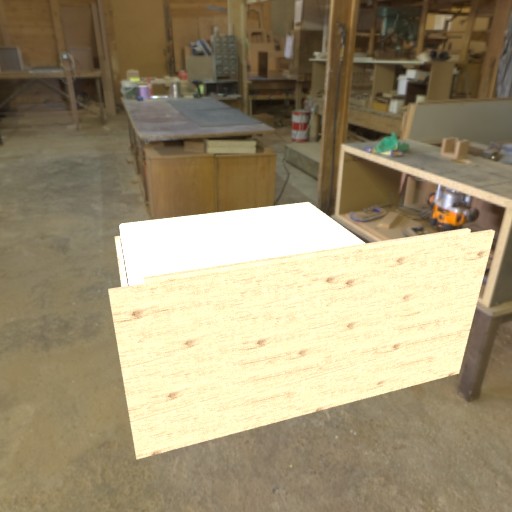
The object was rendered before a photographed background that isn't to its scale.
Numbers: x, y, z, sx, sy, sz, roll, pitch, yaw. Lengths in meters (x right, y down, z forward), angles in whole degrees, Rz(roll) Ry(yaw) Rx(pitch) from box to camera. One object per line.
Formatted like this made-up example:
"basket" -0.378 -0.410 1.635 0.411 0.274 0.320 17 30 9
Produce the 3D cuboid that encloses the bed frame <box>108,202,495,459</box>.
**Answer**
"bed frame" 0.000 0.000 3.139 1.950 0.970 2.080 -8 27 -17
